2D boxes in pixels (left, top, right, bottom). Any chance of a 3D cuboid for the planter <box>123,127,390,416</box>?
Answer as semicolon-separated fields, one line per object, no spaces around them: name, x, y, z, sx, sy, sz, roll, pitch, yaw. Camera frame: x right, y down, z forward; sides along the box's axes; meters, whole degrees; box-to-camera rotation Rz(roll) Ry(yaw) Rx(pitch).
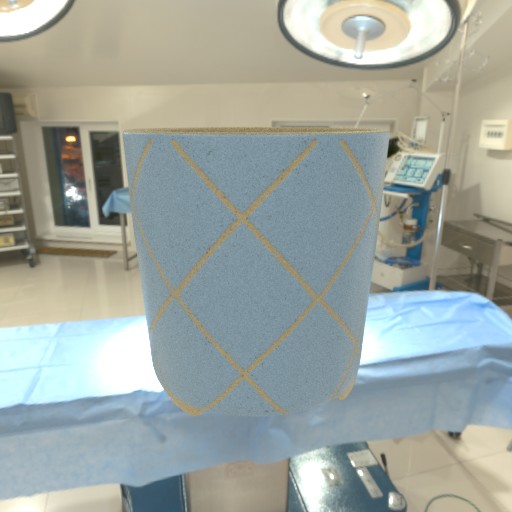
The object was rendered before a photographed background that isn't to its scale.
planter;0.000;0.000;0.426;0.227;0.235;0.227;0;17;0
